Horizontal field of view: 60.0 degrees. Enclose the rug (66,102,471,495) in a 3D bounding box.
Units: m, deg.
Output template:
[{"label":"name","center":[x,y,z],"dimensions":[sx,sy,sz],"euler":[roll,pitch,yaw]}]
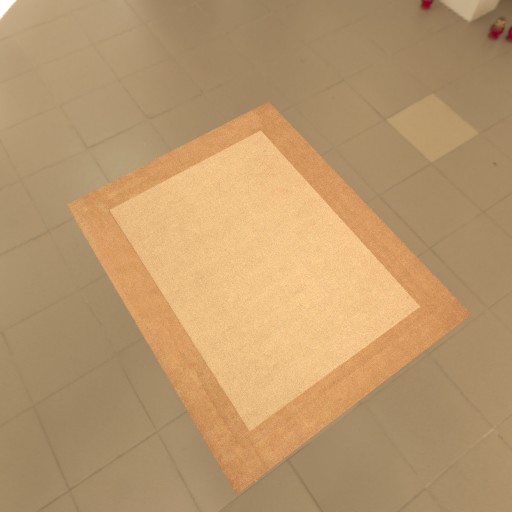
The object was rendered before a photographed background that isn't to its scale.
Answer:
[{"label":"rug","center":[0.000,0.000,4.104],"dimensions":[2.438,0.014,3.048],"euler":[-31,67,-15]}]
